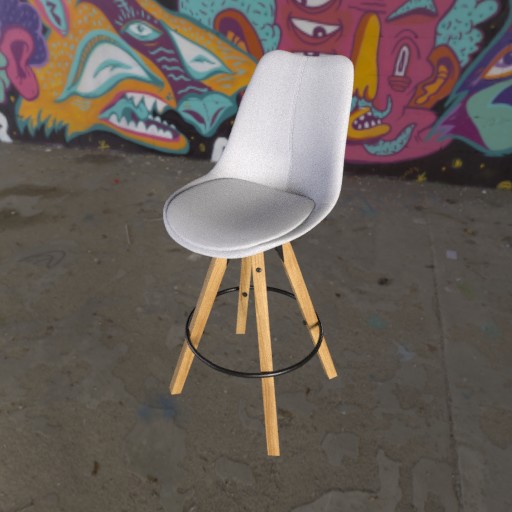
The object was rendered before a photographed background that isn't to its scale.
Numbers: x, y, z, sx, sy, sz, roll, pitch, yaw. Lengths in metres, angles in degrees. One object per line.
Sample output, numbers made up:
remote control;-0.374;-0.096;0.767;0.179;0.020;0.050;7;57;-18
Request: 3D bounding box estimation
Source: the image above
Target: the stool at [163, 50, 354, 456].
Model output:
stool;0.000;0.000;1.388;0.484;1.115;0.550;20;37;29
